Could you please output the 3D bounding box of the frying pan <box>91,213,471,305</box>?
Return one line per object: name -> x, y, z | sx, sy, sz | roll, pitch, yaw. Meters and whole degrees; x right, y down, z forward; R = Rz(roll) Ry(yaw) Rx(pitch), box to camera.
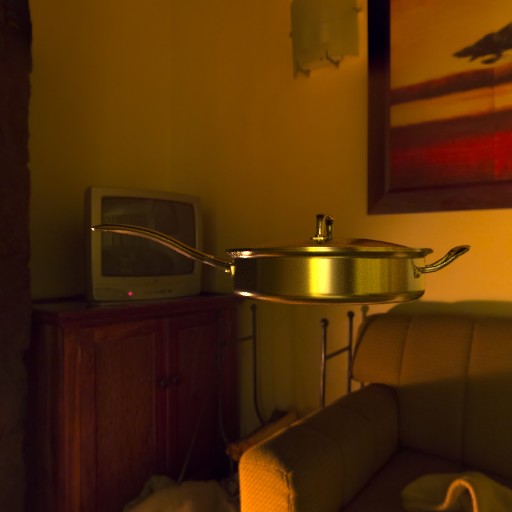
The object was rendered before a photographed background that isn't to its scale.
frying pan -> 0.000, 0.000, 0.646 | 0.561, 0.114, 0.280 | 0, 0, 17
